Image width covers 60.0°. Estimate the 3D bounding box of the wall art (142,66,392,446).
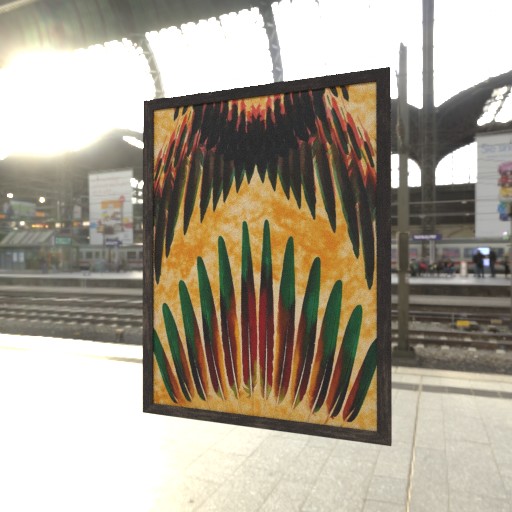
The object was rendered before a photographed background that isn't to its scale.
[{"bbox_3d":[0.000,0.000,1.391,0.812,1.066,0.029,0,0,19],"label":"wall art"}]
